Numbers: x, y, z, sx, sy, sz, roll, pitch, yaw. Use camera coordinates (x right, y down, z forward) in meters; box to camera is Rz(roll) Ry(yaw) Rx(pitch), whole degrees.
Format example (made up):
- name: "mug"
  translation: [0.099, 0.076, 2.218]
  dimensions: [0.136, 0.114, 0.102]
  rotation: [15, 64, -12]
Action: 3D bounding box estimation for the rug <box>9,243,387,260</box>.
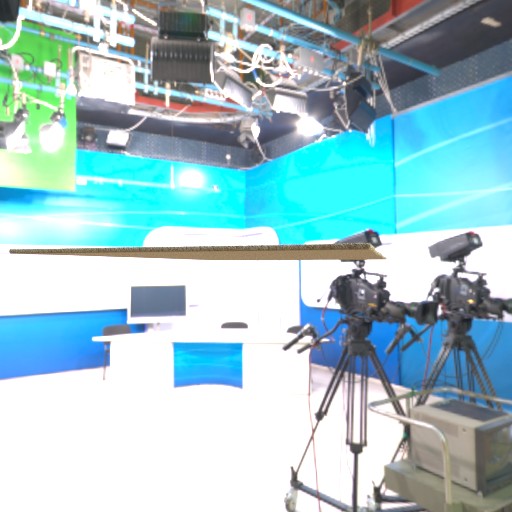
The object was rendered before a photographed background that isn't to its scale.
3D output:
- name: "rug"
  translation: [0.000, 0.000, 3.284]
  dimensions: [1.800, 0.025, 2.699]
  rotation: [0, -1, 18]
